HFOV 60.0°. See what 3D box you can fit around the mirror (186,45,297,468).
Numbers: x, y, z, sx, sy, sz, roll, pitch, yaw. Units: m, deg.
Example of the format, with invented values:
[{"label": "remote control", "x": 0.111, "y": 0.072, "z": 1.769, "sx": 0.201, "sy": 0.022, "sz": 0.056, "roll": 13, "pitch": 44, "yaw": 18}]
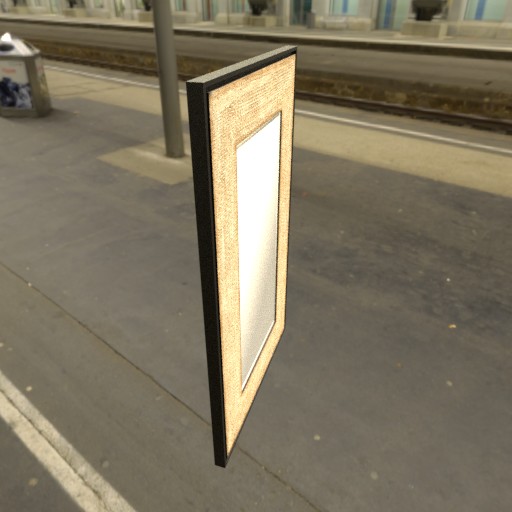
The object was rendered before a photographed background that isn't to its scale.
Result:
[{"label": "mirror", "x": 0.000, "y": 0.000, "z": 1.492, "sx": 0.038, "sy": 1.219, "sz": 0.762, "roll": 10, "pitch": 32, "yaw": 16}]
